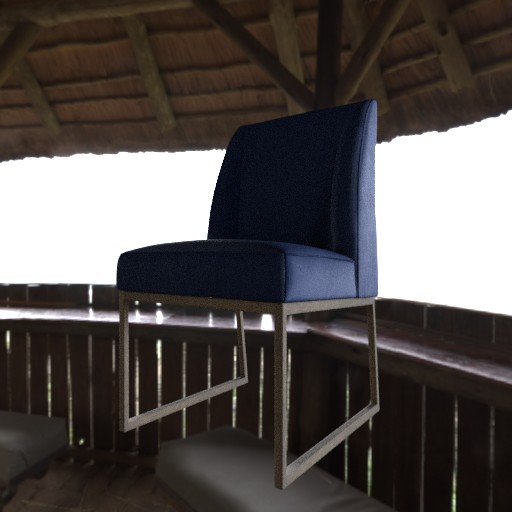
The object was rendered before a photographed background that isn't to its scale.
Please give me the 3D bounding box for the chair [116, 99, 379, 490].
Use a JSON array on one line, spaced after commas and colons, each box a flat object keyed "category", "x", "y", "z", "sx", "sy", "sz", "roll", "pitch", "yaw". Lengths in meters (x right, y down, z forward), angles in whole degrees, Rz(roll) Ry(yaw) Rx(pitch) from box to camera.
[{"category": "chair", "x": 0.000, "y": 0.000, "z": 1.156, "sx": 0.508, "sy": 0.863, "sz": 0.522, "roll": 0, "pitch": 1, "yaw": 35}]
